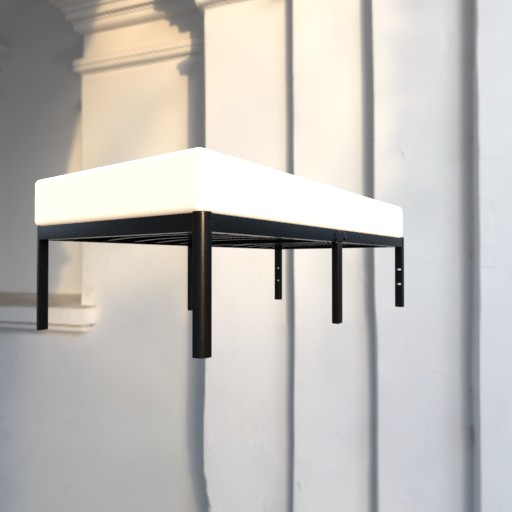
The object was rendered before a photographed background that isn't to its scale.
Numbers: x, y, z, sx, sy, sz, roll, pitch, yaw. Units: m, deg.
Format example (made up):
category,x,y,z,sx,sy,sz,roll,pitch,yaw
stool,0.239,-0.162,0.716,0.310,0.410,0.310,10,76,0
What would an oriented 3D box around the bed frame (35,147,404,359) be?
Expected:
category,x,y,z,sx,sy,sz,roll,pitch,yaw
bed frame,0.000,0.000,2.437,1.023,0.659,1.950,0,-1,36
